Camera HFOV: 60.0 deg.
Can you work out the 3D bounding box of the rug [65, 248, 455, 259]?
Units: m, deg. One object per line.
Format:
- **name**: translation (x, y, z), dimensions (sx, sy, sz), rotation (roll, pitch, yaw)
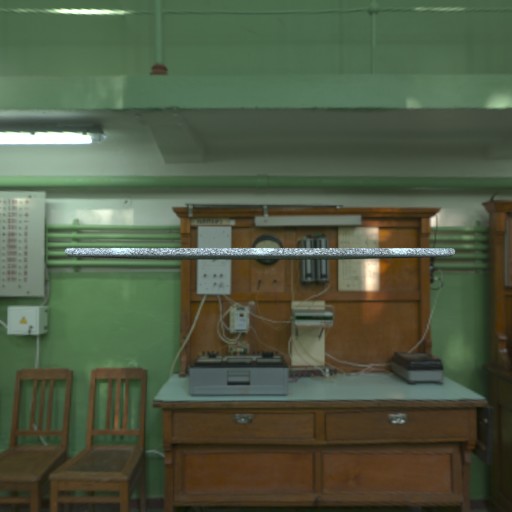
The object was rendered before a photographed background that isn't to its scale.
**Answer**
- **rug**: translation (0.000, 0.000, 2.144), dimensions (1.200, 0.025, 1.600), rotation (0, -1, -1)
